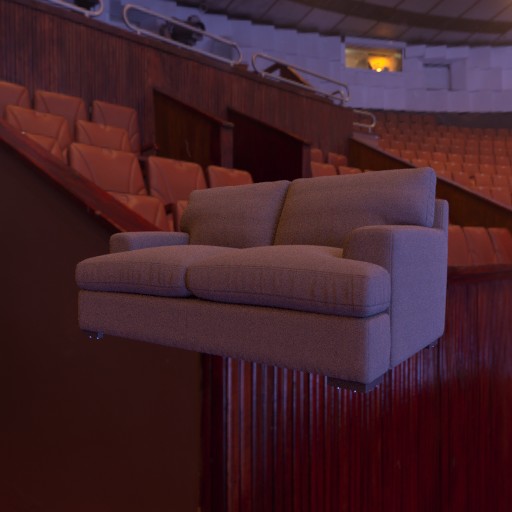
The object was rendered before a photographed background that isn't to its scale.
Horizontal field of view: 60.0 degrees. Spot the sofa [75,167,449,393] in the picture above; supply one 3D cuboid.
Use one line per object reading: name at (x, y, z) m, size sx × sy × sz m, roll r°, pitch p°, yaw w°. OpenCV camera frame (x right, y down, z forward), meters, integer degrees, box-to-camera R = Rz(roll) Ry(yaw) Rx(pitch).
sofa at (0.000, 0.000, 2.506) m, size 1.869 × 0.950 × 1.140 m, roll 1°, pitch 2°, yaw 36°
